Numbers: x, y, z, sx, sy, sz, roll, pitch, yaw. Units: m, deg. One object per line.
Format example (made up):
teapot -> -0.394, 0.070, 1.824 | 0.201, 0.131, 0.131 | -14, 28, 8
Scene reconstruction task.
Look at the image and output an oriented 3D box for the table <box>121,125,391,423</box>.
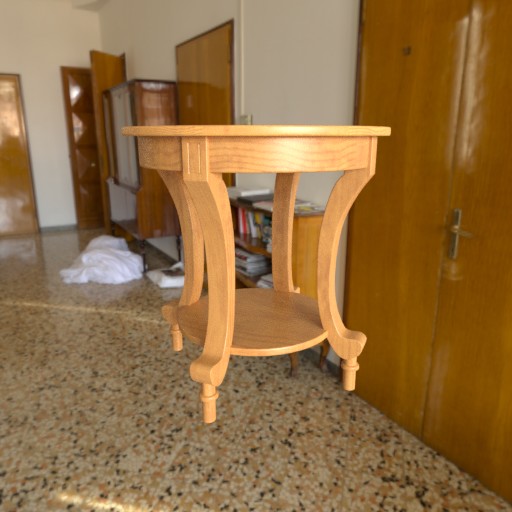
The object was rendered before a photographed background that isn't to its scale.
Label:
table -> 0.000, 0.000, 1.102 | 0.597, 0.612, 0.597 | 0, 15, 0
